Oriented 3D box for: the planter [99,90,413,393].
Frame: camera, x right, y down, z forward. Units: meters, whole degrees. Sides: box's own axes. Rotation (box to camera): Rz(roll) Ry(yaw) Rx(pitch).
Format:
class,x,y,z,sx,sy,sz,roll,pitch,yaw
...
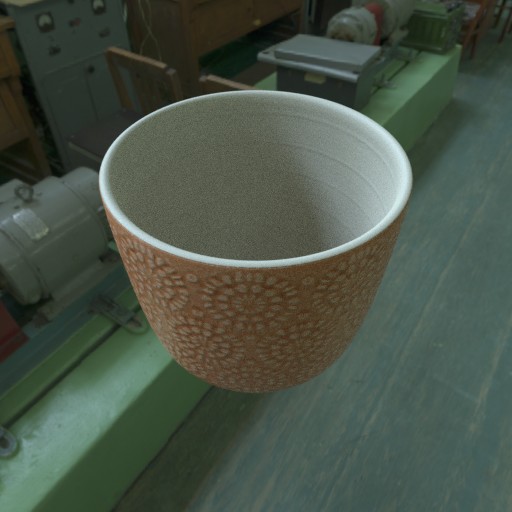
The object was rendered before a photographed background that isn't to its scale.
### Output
class,x,y,z,sx,sy,sz,roll,pitch,yaw
planter,0.000,0.000,0.367,0.208,0.190,0.208,0,45,0
